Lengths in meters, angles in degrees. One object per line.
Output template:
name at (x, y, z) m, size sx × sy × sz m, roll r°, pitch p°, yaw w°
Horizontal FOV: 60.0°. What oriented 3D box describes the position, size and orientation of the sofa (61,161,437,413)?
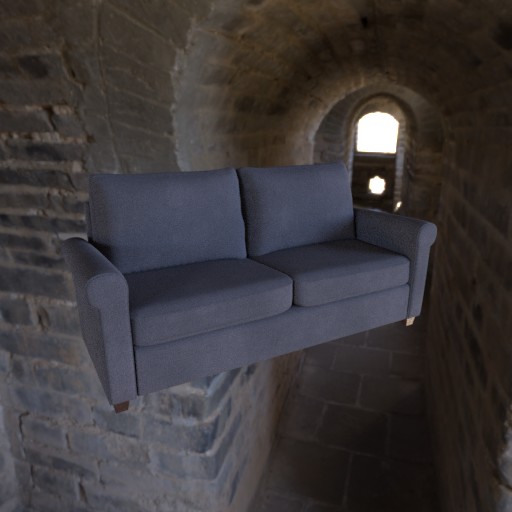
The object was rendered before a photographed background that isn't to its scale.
sofa at (0.000, 0.000, 2.476) m, size 1.935 × 0.942 × 0.842 m, roll -9°, pitch 19°, yaw -28°
